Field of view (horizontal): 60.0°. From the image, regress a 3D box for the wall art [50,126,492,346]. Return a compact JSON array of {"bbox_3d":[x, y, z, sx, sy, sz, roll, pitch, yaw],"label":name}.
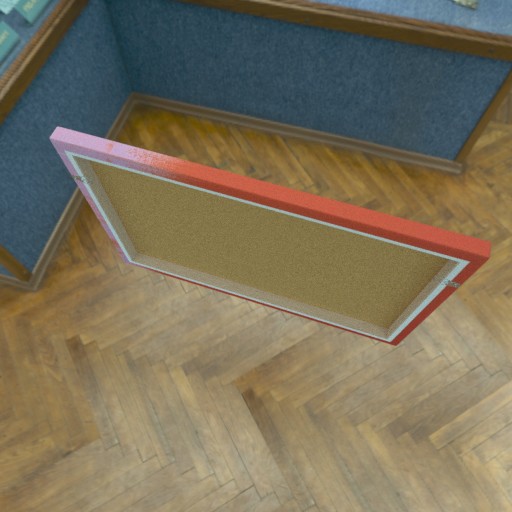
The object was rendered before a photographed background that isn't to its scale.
[{"bbox_3d":[0.000,0.000,1.151,0.913,0.609,0.040,16,65,8],"label":"wall art"}]
